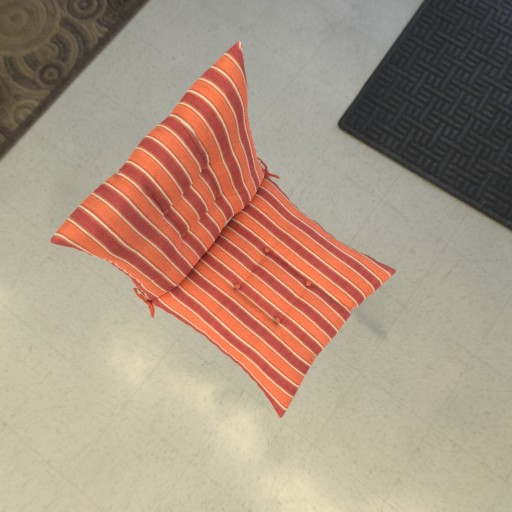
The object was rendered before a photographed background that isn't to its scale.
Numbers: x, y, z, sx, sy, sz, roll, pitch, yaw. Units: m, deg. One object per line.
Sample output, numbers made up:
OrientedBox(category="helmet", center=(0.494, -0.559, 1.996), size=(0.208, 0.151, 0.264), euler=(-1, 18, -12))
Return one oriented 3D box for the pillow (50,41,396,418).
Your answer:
OrientedBox(category="pillow", center=(0.000, 0.000, 1.009), size=(0.585, 0.536, 0.541), euler=(39, 80, 8))
